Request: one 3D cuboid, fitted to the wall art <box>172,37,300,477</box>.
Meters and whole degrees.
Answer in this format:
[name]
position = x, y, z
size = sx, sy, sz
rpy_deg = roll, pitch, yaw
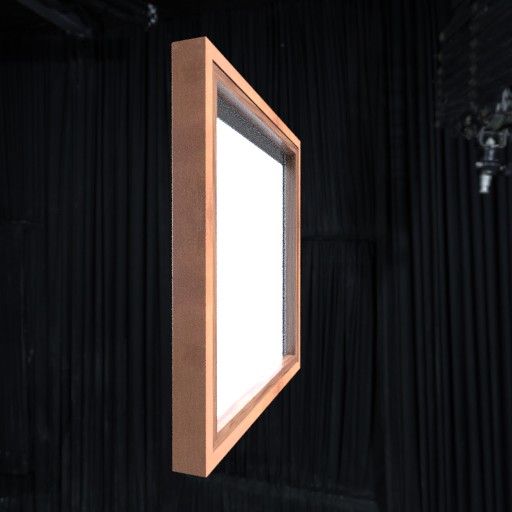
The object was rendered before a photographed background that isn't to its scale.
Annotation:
[wall art]
position = 0.000, 0.000, 0.602
size = 0.035, 0.403, 0.403
rpy_deg = 0, 1, 18
